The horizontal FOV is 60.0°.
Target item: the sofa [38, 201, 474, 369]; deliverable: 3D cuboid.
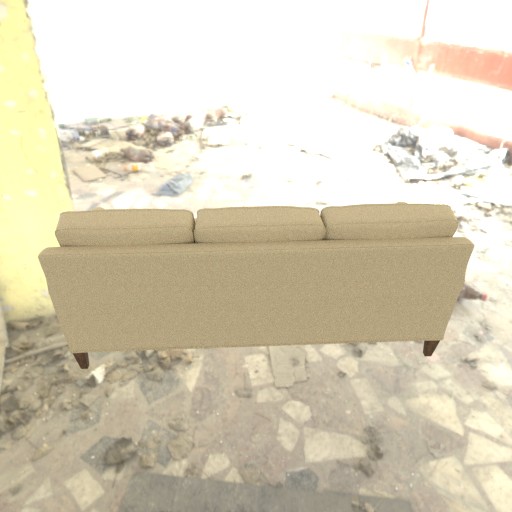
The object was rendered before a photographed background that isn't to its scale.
[{"bbox_3d":[0.000,0.000,2.808,2.246,1.003,1.084,-1,31,-2],"label":"sofa"}]
